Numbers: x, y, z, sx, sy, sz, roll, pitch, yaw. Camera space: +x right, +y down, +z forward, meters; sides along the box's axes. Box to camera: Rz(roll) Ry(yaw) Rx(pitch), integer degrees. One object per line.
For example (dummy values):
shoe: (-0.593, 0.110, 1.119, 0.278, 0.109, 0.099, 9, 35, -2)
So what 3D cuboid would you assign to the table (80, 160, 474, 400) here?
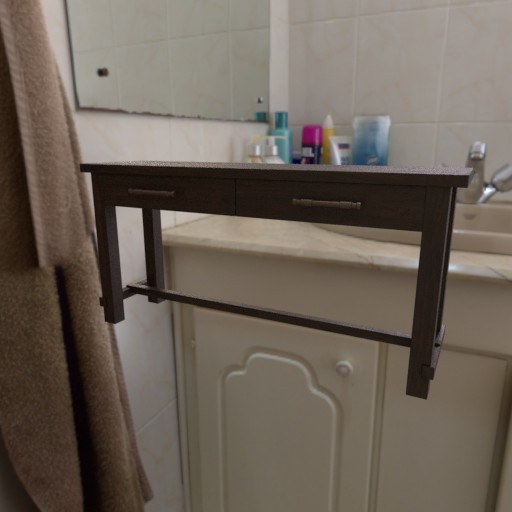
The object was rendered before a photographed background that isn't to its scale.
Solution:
table: (0.000, 0.000, 1.904, 1.599, 0.762, 0.442, 7, 16, 26)
